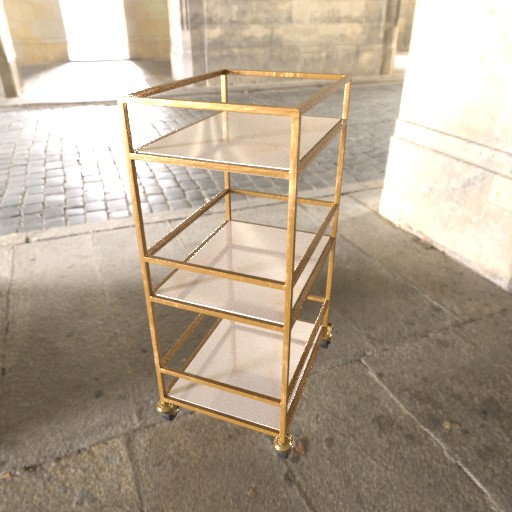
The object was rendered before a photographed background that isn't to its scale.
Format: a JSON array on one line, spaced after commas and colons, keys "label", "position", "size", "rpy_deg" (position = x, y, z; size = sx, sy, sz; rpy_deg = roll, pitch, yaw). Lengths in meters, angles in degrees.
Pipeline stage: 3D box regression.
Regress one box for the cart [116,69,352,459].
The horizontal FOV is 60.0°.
[{"label": "cart", "position": [0.000, 0.000, 1.032], "size": [0.332, 0.761, 0.483], "rpy_deg": [10, 31, 18]}]
